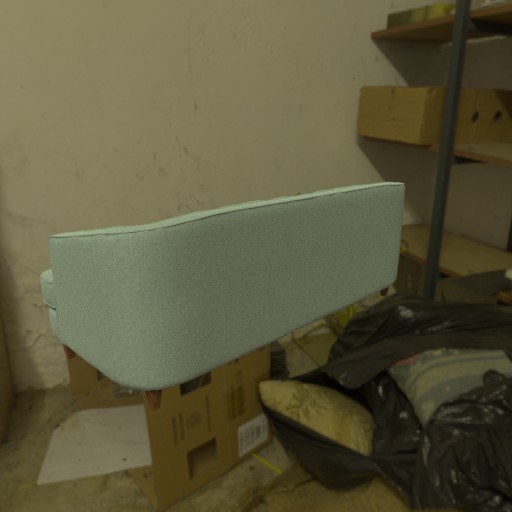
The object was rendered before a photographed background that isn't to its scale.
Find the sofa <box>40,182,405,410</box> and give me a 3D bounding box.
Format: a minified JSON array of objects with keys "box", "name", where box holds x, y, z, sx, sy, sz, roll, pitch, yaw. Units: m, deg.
[{"box":[0.000,0.000,2.735,2.278,0.855,0.941,-15,22,-42],"name":"sofa"}]
